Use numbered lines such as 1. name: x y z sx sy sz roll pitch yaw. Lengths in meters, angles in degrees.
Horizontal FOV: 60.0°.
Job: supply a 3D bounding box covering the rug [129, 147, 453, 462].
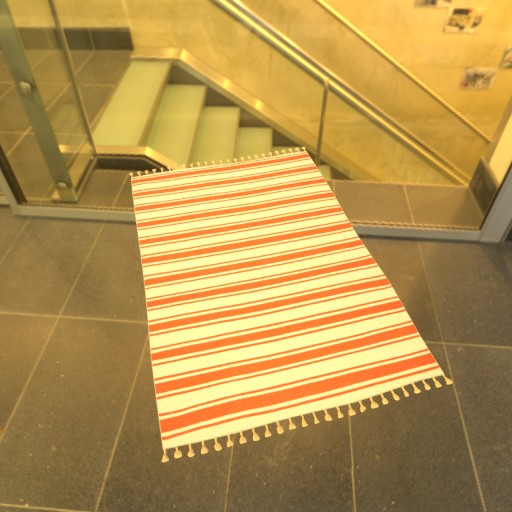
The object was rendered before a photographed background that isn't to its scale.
1. rug: 0.000 0.000 3.042 1.556 0.022 2.433 -11 47 -10
